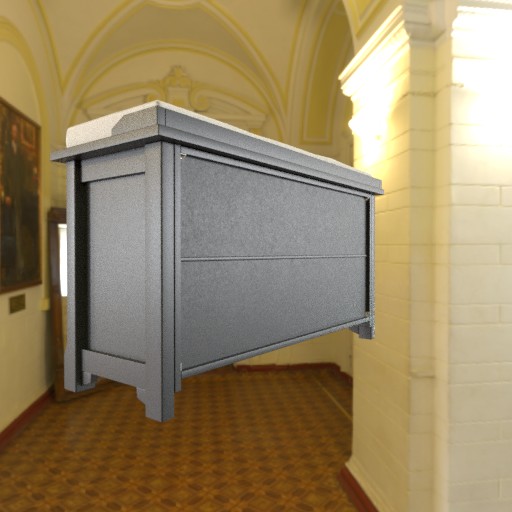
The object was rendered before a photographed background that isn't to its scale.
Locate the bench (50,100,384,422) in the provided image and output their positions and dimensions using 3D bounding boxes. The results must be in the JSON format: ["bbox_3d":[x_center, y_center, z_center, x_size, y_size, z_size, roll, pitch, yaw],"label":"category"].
[{"bbox_3d":[0.000,0.000,1.213,0.345,0.561,0.973,0,1,37],"label":"bench"}]
